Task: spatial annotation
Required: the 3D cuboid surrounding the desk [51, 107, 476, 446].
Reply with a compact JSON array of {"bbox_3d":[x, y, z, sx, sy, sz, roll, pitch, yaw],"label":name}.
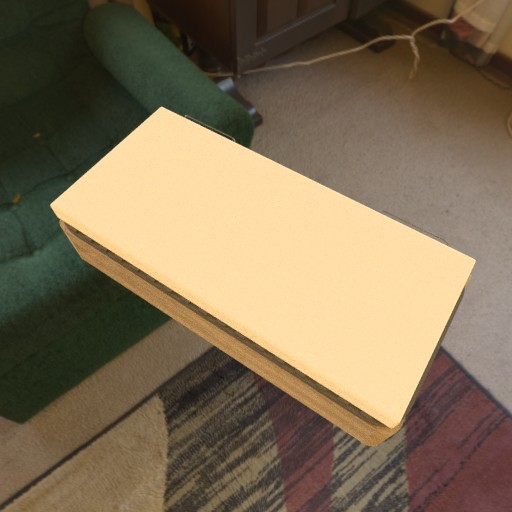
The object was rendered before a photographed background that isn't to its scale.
[{"bbox_3d":[0.000,0.000,2.272,1.900,0.455,0.900,30,63,17],"label":"desk"}]
